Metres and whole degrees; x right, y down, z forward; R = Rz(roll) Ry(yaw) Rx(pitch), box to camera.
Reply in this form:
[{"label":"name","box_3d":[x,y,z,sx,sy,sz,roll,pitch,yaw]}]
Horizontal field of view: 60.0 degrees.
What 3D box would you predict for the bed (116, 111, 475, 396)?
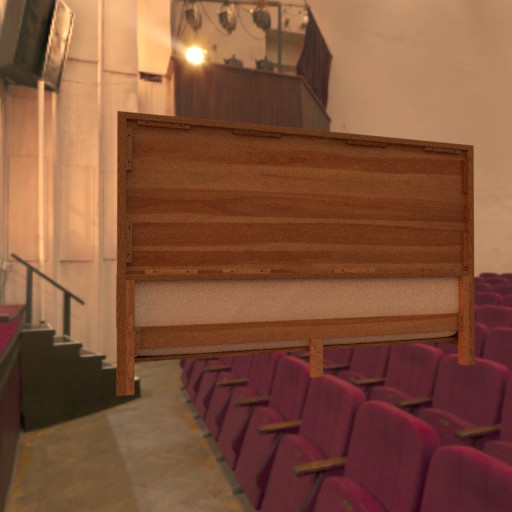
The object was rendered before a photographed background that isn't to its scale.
[{"label":"bed","box_3d":[0.000,0.000,3.353,2.013,1.295,2.184,0,-1,-18]}]
